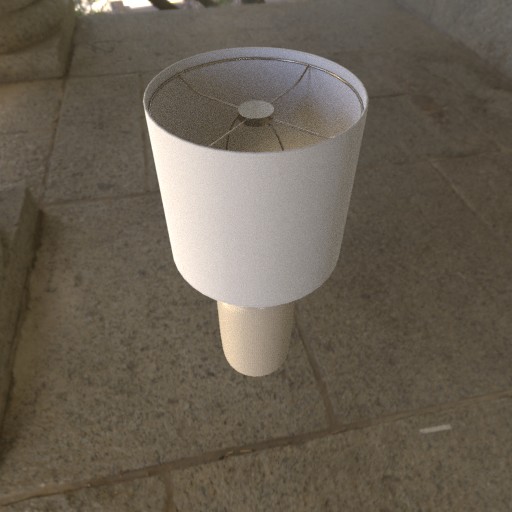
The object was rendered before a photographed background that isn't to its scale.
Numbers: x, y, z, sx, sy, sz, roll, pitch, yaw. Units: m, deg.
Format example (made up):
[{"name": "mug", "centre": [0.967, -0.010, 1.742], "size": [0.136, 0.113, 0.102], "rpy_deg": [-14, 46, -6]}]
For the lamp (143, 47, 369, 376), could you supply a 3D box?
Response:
[{"name": "lamp", "centre": [0.000, 0.000, 0.611], "size": [0.220, 0.475, 0.220], "rpy_deg": [-32, 54, -27]}]
